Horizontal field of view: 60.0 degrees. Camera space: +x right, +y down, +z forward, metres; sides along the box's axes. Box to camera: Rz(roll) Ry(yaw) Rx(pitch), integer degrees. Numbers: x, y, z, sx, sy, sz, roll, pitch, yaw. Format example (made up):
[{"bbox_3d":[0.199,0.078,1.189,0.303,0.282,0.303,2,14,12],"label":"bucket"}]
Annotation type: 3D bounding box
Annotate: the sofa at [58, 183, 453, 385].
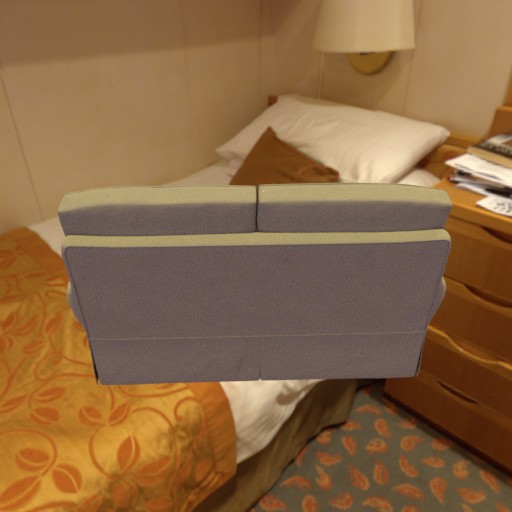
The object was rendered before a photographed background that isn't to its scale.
[{"bbox_3d":[0.000,0.000,2.376,1.823,1.024,0.841,-1,32,-2],"label":"sofa"}]
